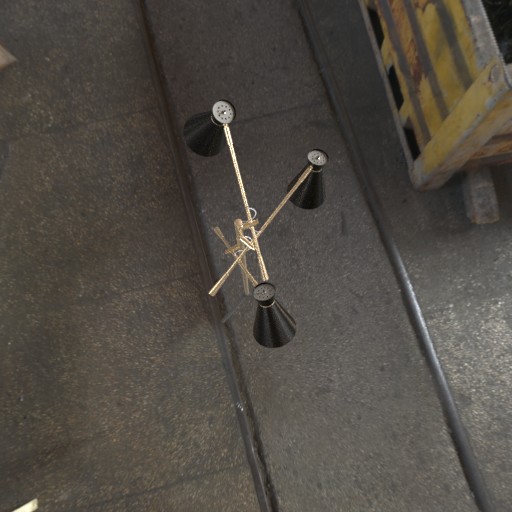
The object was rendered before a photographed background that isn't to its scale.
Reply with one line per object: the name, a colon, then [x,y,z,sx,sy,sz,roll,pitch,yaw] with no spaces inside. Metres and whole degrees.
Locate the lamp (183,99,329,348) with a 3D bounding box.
lamp: [0.000,0.000,2.144,0.750,1.804,0.653,41,80,9]
